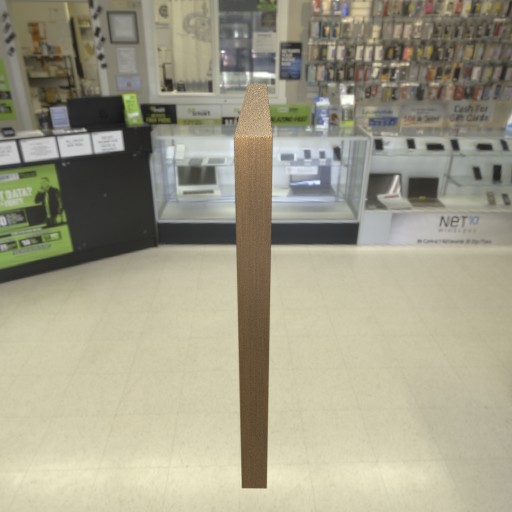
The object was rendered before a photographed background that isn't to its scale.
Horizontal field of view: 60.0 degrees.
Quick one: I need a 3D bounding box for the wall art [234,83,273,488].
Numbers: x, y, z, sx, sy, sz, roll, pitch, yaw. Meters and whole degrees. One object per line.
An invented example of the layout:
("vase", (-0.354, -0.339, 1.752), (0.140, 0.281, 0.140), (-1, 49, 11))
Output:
("wall art", (0.000, 0.000, 0.758), (0.037, 0.505, 0.505), (0, 27, 1))
